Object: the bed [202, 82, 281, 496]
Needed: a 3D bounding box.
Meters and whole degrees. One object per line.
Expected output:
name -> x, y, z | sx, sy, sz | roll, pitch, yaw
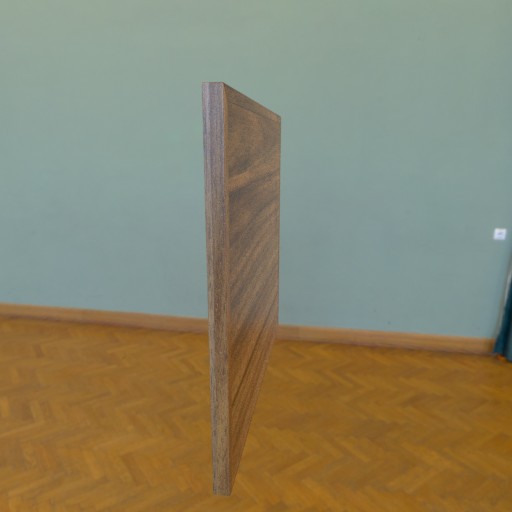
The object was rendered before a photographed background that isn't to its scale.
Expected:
bed -> 0.000, 0.000, 1.458 | 0.043, 0.940, 1.041 | 2, 14, 9
